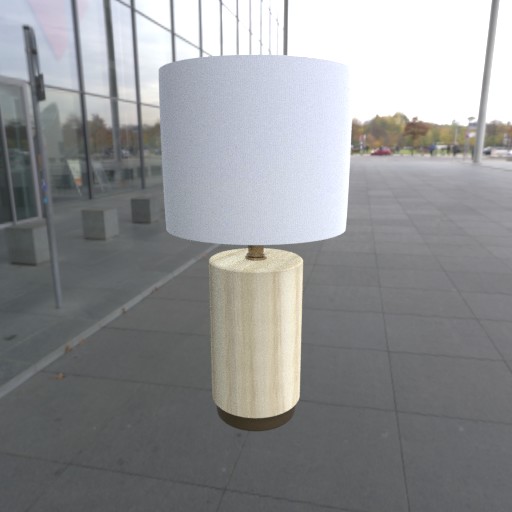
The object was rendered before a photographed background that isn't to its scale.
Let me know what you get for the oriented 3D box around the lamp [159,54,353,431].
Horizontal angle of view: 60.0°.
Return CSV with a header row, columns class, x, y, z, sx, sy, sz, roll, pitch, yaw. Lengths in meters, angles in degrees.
class,x,y,z,sx,sy,sz,roll,pitch,yaw
lamp,0.000,0.000,0.578,0.228,0.444,0.228,7,16,27
